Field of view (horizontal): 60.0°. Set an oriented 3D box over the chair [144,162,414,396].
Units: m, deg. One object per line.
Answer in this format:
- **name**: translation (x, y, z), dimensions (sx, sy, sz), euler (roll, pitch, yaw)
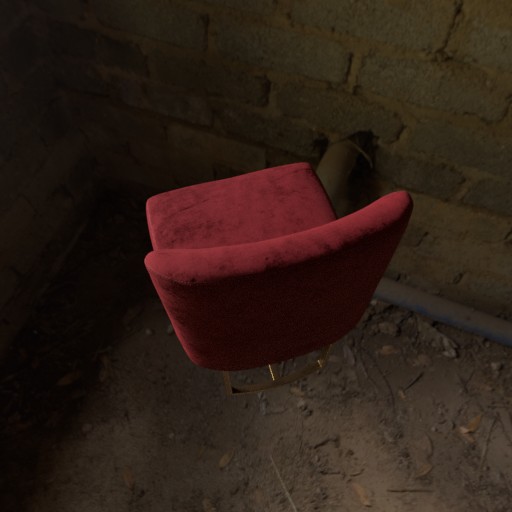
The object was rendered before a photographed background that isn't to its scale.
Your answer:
- **chair**: translation (0.000, 0.000, 1.202), dimensions (0.530, 0.824, 0.560), euler (-14, 60, -9)
